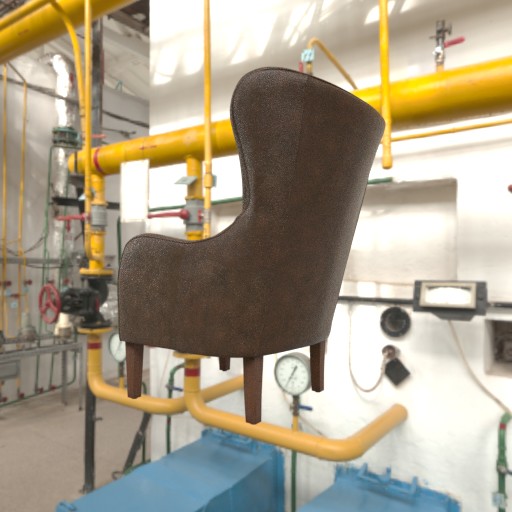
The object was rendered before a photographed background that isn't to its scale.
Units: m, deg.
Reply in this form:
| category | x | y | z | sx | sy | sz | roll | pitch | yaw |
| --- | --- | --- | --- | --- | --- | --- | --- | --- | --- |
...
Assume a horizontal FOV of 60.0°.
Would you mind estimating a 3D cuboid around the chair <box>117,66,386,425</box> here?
| category | x | y | z | sx | sy | sz | roll | pitch | yaw |
| --- | --- | --- | --- | --- | --- | --- | --- | --- | --- |
| chair | 0.000 | 0.000 | 1.639 | 0.914 | 1.048 | 0.692 | -1 | -1 | 36 |
